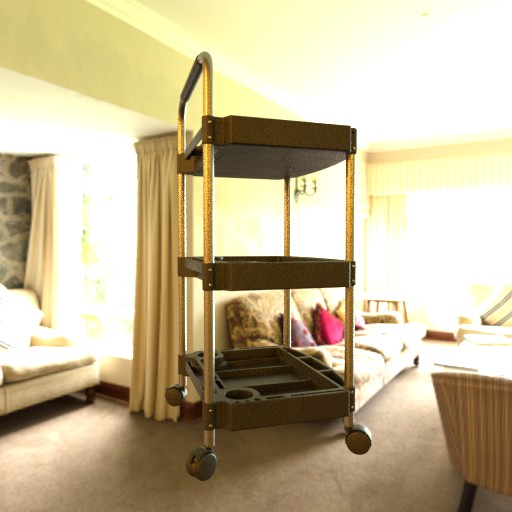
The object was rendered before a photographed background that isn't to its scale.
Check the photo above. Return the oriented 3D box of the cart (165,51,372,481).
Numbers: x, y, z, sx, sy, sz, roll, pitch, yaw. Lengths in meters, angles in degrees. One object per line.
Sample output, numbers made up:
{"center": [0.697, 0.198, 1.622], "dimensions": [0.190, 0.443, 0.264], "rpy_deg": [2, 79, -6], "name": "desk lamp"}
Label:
{"center": [0.000, 0.000, 1.388], "dimensions": [0.518, 1.075, 0.584], "rpy_deg": [-1, 2, -17], "name": "cart"}
